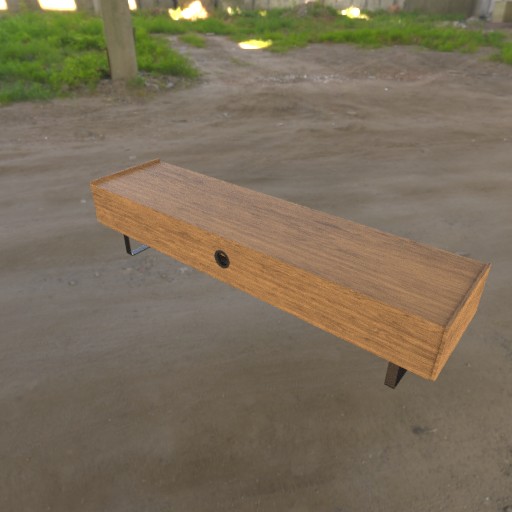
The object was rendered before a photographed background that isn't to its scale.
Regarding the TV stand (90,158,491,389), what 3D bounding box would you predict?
[{"bbox_3d":[0.000,0.000,2.016,1.796,0.415,0.467,23,38,32],"label":"TV stand"}]
